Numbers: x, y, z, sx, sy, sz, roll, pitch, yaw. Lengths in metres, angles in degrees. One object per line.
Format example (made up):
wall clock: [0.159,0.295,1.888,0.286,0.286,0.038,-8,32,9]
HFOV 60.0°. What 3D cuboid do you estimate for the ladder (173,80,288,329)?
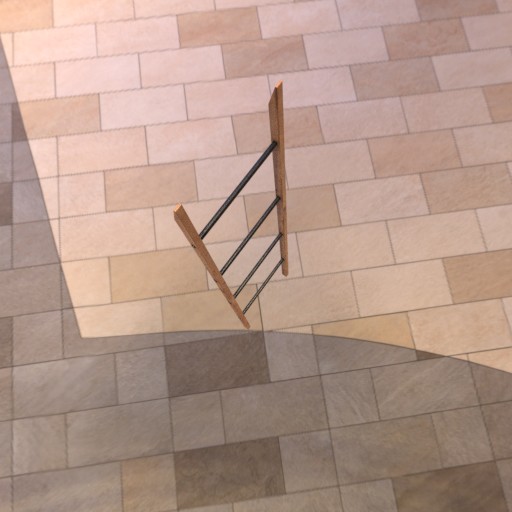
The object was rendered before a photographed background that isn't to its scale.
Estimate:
ladder: [0.000,0.000,1.942,0.200,1.805,0.442,35,78,9]
